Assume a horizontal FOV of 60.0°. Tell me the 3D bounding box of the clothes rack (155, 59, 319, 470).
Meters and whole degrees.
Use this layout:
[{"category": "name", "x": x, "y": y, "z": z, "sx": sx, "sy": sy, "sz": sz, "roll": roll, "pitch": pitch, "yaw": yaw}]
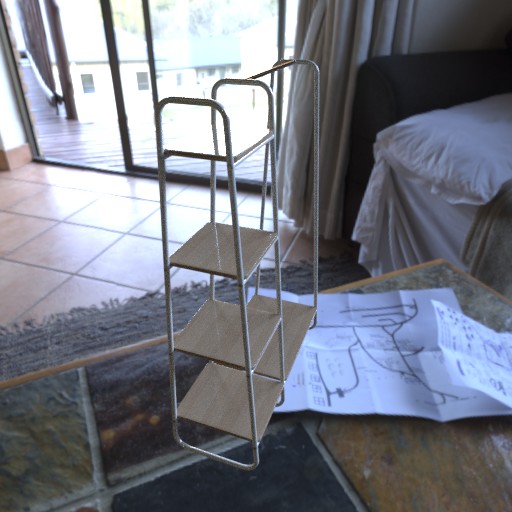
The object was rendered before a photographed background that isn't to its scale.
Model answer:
[{"category": "clothes rack", "x": 0.000, "y": 0.000, "z": 1.955, "sx": 0.400, "sy": 1.500, "sz": 1.011, "roll": 11, "pitch": 31, "yaw": 18}]
